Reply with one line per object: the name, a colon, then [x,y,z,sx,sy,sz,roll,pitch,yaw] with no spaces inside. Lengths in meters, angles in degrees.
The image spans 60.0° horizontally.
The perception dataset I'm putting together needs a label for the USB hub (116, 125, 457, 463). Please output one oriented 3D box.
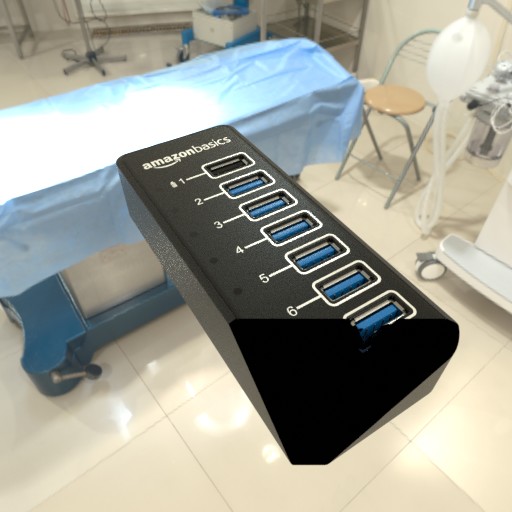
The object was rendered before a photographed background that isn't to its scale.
USB hub: [0.000,0.000,0.130,0.044,0.023,0.110,-24,50,-22]
